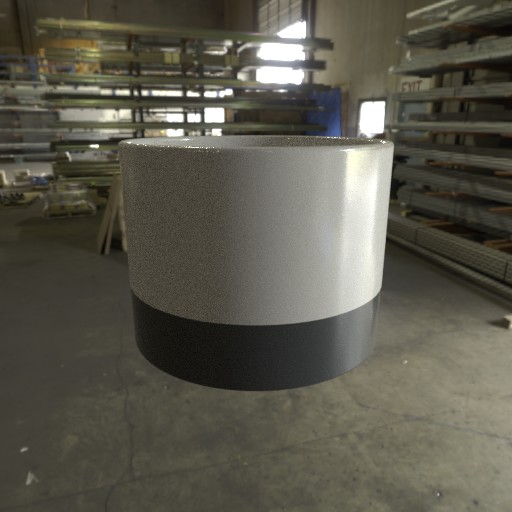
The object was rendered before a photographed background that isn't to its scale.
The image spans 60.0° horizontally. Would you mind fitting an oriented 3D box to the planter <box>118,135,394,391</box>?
[{"bbox_3d":[0.000,0.000,0.349,0.193,0.177,0.193,0,17,0],"label":"planter"}]
